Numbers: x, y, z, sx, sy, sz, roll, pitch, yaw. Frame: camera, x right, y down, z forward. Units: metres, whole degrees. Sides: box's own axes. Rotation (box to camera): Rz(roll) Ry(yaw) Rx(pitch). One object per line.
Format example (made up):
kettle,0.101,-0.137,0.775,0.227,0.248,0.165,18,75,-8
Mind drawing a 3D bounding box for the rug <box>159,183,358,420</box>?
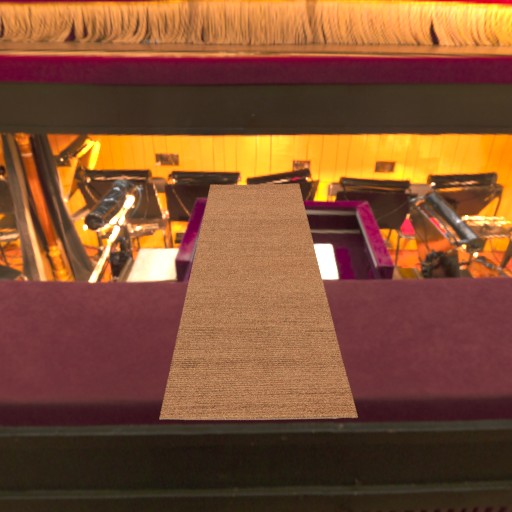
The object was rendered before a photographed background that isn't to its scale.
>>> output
rug,0.000,0.000,2.670,0.741,0.014,2.390,0,30,0
